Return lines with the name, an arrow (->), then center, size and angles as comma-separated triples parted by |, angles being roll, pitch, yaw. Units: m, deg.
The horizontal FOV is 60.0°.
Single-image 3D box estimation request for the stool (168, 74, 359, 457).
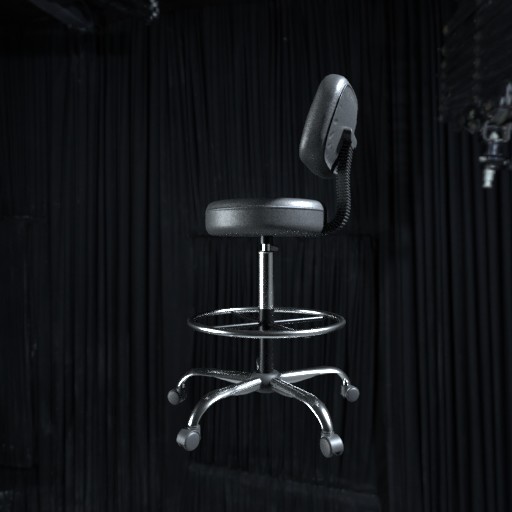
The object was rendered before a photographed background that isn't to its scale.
stool -> 0.000, 0.000, 1.503 | 0.658, 1.069, 0.694 | 0, 1, 18
